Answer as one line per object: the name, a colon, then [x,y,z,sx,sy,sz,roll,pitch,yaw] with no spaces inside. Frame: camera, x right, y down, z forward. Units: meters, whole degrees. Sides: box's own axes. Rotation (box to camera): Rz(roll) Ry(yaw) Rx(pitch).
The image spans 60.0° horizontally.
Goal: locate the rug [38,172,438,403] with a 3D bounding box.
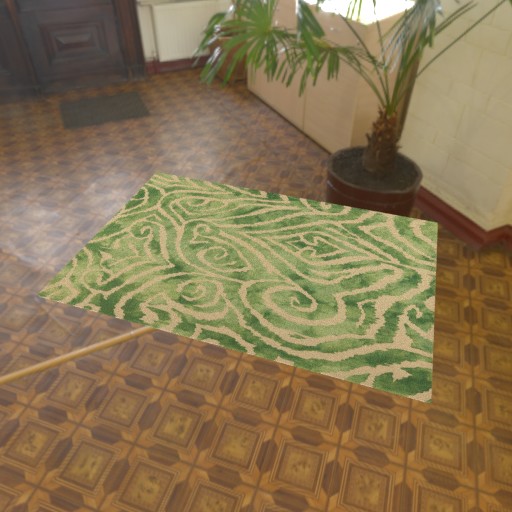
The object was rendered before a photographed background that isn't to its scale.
rug: [0.000,0.000,2.363,1.826,0.006,1.220,12,43,14]
